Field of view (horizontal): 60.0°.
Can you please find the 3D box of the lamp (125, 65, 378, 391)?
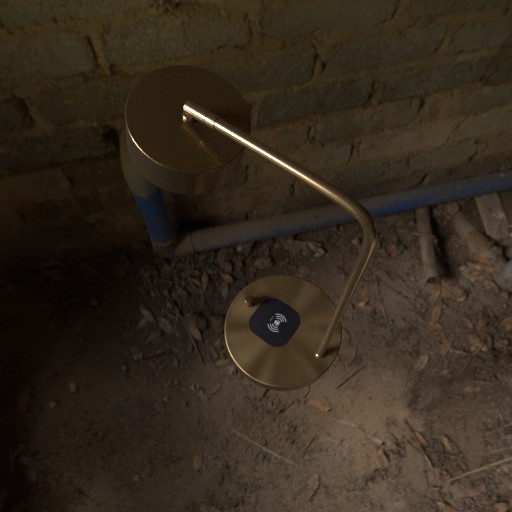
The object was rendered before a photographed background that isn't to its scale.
[{"bbox_3d":[0.000,0.000,0.513,0.270,0.380,0.171,34,67,17],"label":"lamp"}]
